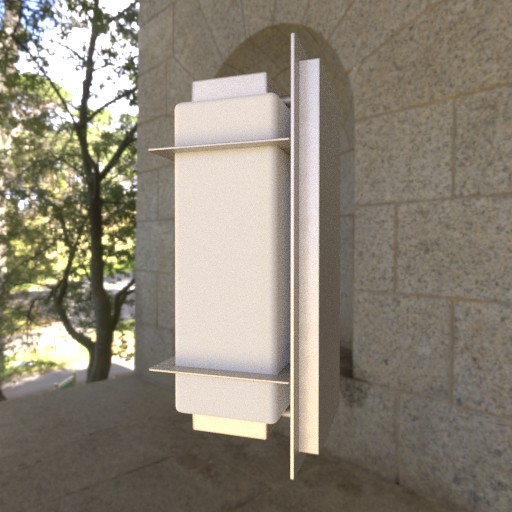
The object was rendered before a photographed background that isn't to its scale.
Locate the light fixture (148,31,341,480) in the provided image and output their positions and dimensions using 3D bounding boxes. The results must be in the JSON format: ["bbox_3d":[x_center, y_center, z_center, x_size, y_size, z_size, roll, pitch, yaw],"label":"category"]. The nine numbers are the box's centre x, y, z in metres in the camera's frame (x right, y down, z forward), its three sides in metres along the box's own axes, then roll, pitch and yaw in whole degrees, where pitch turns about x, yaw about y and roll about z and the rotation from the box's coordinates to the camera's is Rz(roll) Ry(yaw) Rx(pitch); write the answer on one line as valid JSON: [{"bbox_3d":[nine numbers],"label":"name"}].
[{"bbox_3d":[0.000,0.000,0.472,0.160,0.380,0.168,0,1,18],"label":"light fixture"}]
